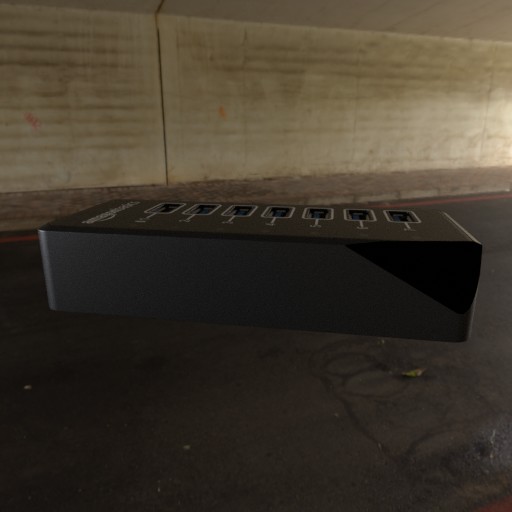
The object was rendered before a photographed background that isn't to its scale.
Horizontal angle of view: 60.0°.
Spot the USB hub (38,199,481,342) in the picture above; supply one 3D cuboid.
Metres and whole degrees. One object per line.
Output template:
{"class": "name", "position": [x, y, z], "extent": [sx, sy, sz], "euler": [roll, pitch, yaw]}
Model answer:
{"class": "USB hub", "position": [0.000, 0.000, 0.128], "extent": [0.110, 0.023, 0.044], "euler": [3, 17, 10]}
